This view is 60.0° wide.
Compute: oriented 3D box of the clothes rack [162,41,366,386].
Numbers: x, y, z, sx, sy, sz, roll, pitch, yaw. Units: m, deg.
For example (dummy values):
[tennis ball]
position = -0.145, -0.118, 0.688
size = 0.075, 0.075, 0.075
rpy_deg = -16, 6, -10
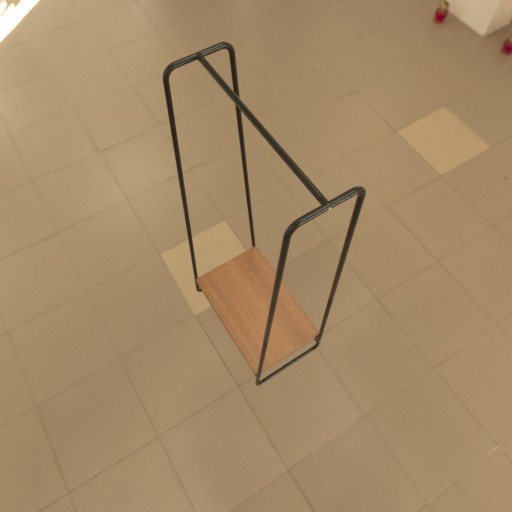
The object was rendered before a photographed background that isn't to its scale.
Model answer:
[clothes rack]
position = 0.000, 0.000, 1.807
size = 0.400, 1.500, 0.640
rpy_deg = -29, 66, -15
